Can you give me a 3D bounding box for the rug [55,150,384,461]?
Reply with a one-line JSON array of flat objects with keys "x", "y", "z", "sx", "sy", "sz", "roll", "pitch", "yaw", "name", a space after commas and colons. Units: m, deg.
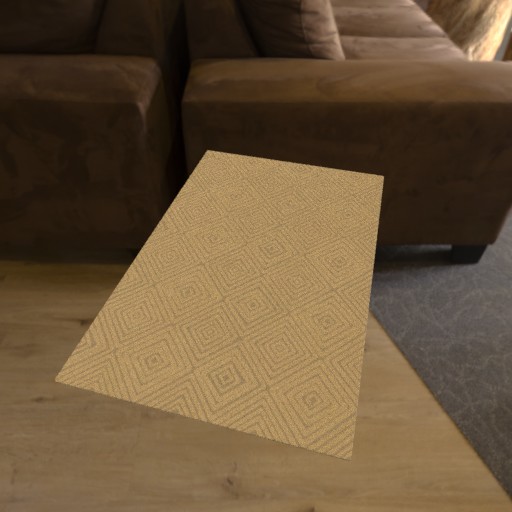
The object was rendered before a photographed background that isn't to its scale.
[{"x": 0.000, "y": 0.000, "z": 2.215, "sx": 1.143, "sy": 0.008, "sz": 1.753, "roll": 11, "pitch": 45, "yaw": 11, "name": "rug"}]
